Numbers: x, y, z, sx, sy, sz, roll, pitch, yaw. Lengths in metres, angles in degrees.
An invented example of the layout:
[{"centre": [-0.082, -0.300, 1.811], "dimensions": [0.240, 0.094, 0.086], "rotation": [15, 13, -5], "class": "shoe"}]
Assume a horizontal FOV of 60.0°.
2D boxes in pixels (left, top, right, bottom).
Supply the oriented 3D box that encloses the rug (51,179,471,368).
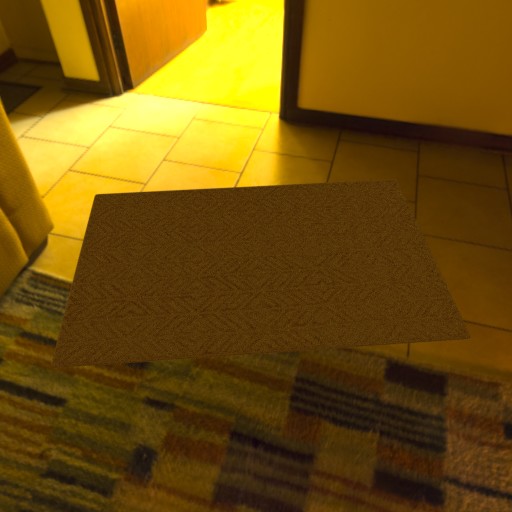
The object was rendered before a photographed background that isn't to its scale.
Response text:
[{"centre": [0.000, 0.000, 3.066], "dimensions": [2.438, 0.008, 1.523], "rotation": [-3, 48, -3], "class": "rug"}]
